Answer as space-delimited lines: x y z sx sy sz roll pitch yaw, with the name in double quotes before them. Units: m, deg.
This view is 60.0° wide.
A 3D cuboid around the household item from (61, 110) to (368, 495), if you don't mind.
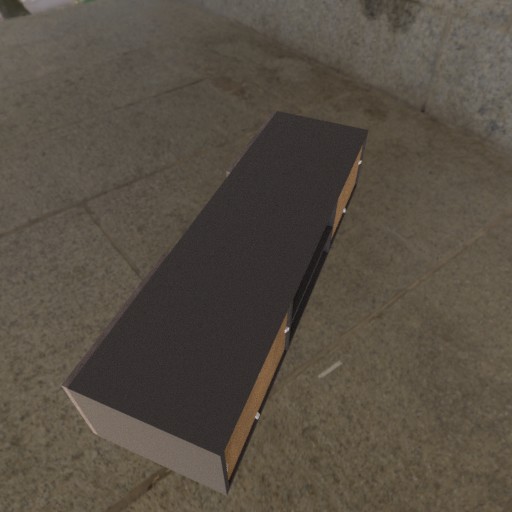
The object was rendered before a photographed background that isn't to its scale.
"household item" 0.000 0.000 1.549 0.420 0.310 1.400 17 49 15
